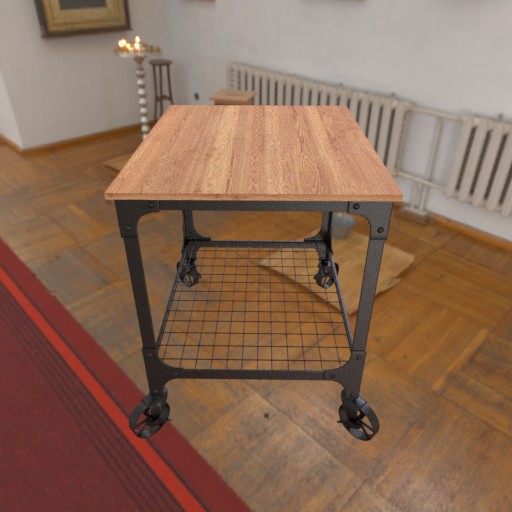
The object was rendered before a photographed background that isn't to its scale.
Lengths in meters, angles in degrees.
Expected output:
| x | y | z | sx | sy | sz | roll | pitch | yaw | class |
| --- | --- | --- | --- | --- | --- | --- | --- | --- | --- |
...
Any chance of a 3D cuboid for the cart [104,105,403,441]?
| x | y | z | sx | sy | sz | roll | pitch | yaw | class |
| --- | --- | --- | --- | --- | --- | --- | --- | --- | --- |
| 0.000 | 0.000 | 1.122 | 0.558 | 0.603 | 0.666 | 0 | 32 | 1 | cart |
